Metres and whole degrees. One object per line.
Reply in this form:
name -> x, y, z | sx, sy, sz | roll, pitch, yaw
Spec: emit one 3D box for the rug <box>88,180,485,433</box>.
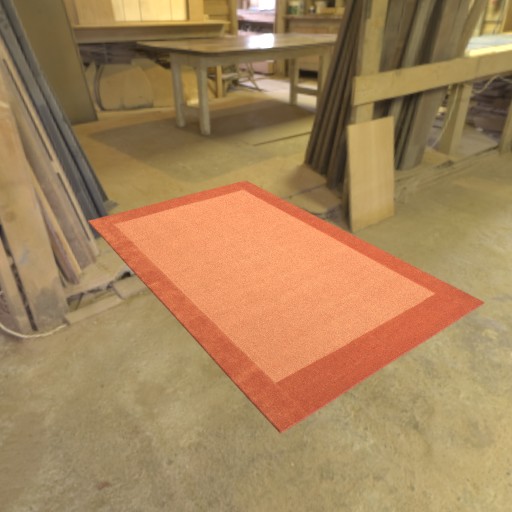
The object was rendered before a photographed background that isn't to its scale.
rug -> 0.000, 0.000, 3.047 | 1.524, 0.014, 2.438 | -20, 36, -30
